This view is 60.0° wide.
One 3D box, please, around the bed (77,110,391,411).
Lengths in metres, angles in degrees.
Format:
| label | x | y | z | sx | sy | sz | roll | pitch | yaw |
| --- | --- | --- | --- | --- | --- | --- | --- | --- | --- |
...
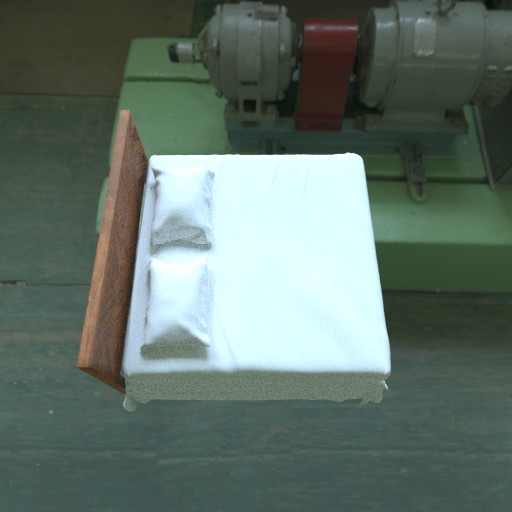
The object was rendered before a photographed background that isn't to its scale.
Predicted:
| label | x | y | z | sx | sy | sz | roll | pitch | yaw |
| --- | --- | --- | --- | --- | --- | --- | --- | --- | --- |
| bed | 0.000 | 0.000 | 3.580 | 2.165 | 1.158 | 2.255 | 0 | 64 | 0 |
